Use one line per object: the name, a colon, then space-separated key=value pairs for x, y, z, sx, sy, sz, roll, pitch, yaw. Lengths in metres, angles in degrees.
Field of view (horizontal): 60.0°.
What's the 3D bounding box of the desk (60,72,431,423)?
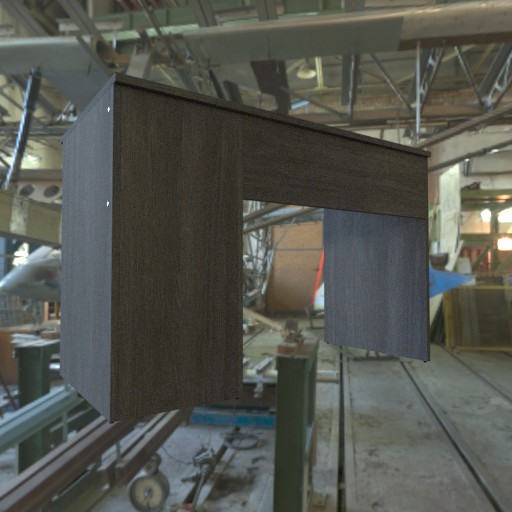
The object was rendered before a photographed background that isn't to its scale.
desk: x=0.000 y=0.000 z=1.449 sx=1.096 sy=0.730 sz=0.560 roll=1 pitch=-2 yaw=-35
